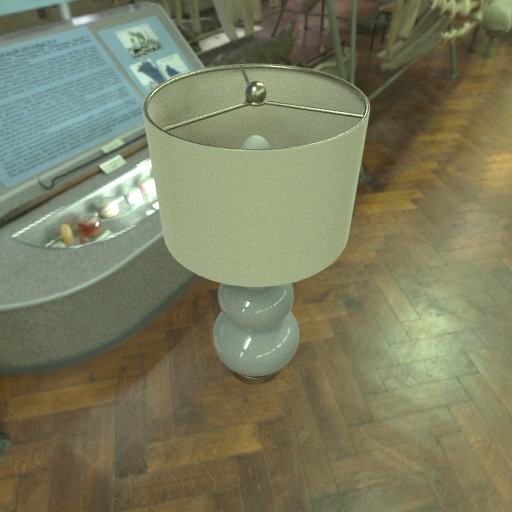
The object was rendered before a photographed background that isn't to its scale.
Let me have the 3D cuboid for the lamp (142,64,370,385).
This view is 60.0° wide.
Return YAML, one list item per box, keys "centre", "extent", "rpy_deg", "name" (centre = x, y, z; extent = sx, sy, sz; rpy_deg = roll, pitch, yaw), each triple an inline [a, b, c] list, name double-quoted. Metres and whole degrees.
- centre: [0.000, 0.000, 0.945]
  extent: [0.367, 0.730, 0.367]
  rpy_deg: [2, 40, 2]
  name: "lamp"
